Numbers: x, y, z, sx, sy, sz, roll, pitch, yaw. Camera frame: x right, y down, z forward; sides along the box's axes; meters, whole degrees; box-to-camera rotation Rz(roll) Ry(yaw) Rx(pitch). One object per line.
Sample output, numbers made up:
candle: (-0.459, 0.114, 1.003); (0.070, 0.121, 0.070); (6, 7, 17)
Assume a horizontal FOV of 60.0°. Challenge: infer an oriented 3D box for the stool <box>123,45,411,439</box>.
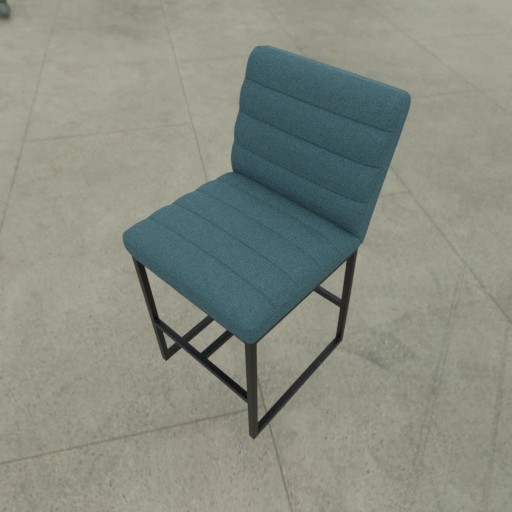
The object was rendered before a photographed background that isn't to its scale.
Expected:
stool: (0.000, 0.000, 1.272); (0.460, 0.940, 0.560); (32, 54, 28)
